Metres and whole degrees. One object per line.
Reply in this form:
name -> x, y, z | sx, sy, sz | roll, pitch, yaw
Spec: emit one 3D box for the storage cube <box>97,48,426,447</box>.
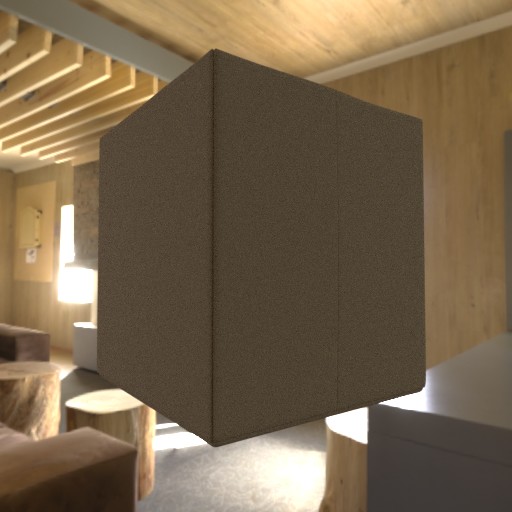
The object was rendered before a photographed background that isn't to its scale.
storage cube -> 0.000, 0.000, 0.490 | 0.270, 0.280, 0.270 | 1, -2, -36
